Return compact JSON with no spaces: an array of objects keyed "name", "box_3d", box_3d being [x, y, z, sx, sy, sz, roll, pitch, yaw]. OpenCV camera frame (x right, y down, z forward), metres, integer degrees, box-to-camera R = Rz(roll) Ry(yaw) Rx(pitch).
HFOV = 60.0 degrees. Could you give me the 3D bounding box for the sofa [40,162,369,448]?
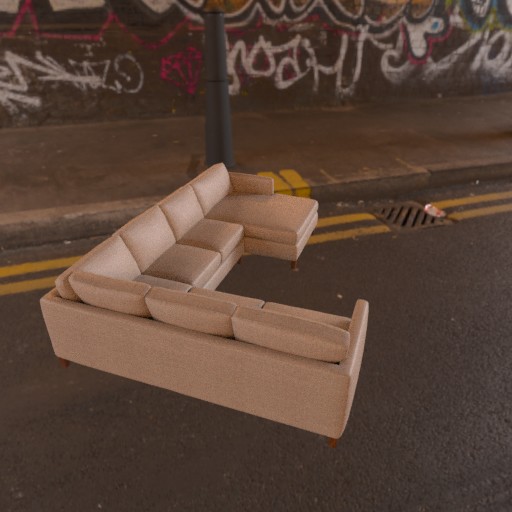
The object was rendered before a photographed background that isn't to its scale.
[{"name":"sofa","box_3d":[0.000,0.000,4.768,2.594,0.961,3.460,10,31,17]}]
